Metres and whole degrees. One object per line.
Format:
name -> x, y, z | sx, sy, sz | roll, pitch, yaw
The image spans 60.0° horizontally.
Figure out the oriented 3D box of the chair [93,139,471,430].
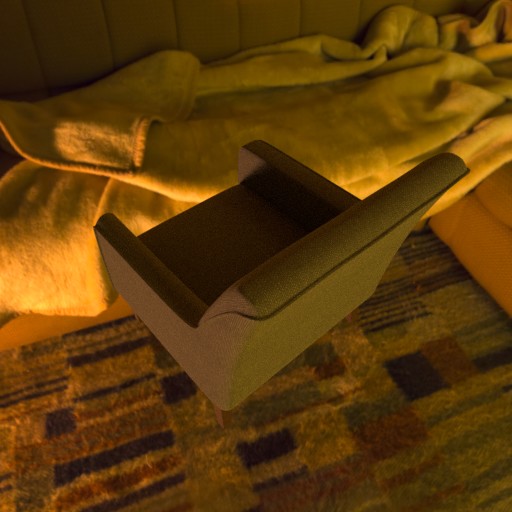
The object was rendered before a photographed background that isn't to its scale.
chair -> 0.000, 0.000, 1.556 | 0.780, 0.919, 0.899 | -32, 54, -27
